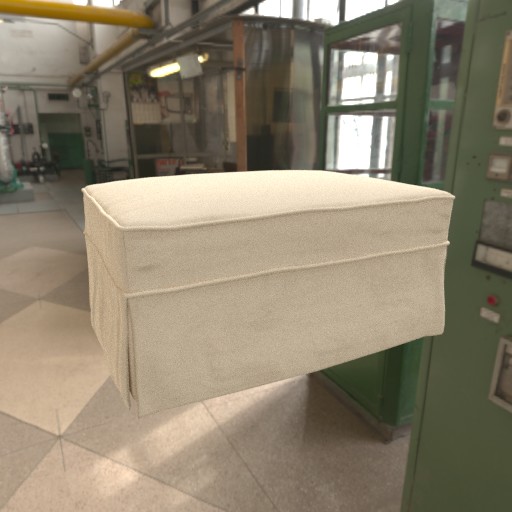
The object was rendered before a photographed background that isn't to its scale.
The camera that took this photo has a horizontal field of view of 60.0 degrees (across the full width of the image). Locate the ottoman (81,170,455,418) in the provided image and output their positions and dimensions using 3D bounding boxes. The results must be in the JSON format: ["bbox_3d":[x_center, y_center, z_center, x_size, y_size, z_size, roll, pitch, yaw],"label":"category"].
[{"bbox_3d":[0.000,0.000,1.340,0.944,0.479,0.703,-8,18,-26],"label":"ottoman"}]
